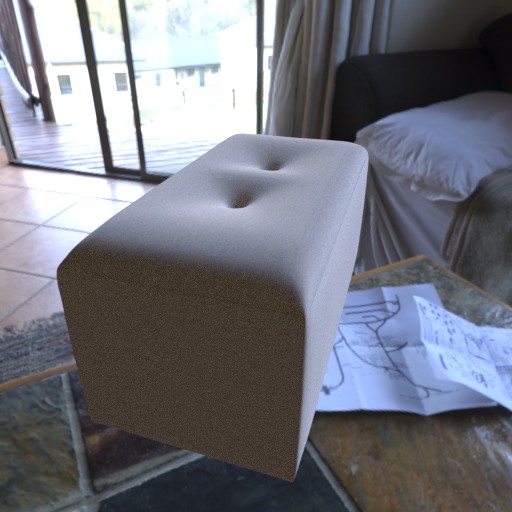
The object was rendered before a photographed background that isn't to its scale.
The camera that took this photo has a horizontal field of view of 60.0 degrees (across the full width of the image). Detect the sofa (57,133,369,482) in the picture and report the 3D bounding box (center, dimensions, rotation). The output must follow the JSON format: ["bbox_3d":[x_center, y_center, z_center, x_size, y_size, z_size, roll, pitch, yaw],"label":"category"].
[{"bbox_3d":[0.000,0.000,1.187,0.480,0.470,0.930,9,31,16],"label":"sofa"}]
